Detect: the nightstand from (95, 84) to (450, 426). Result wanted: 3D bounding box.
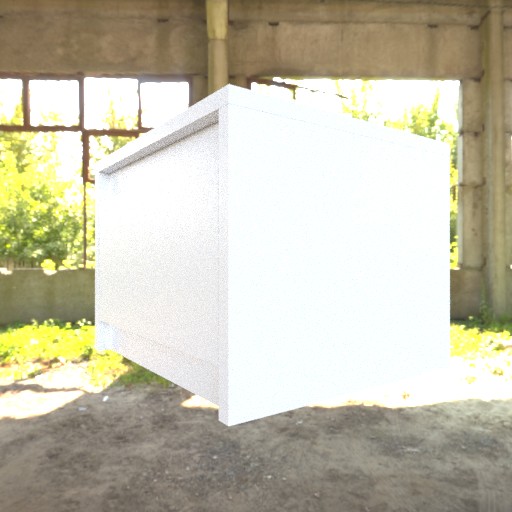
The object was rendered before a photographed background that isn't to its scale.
[{"bbox_3d":[0.000,0.000,0.763,0.408,0.351,0.470,0,0,-36],"label":"nightstand"}]
